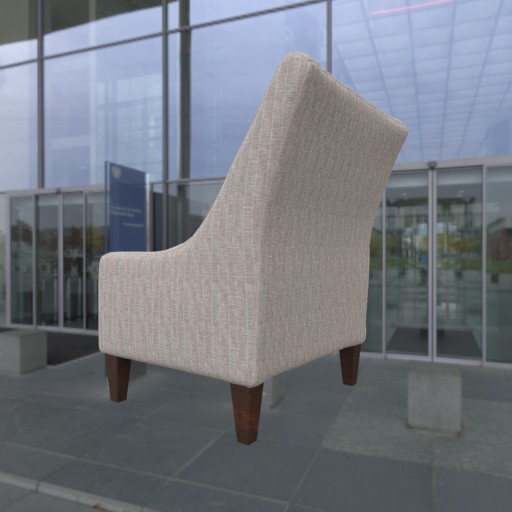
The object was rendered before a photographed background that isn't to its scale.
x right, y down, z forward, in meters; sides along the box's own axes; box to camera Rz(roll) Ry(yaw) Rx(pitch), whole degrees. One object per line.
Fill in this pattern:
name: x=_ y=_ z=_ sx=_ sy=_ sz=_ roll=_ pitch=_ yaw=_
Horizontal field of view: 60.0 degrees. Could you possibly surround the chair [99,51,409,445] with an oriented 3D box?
chair: x=0.000 y=0.000 z=1.608 sx=0.870 sy=1.014 sz=0.774 roll=0 pitch=1 yaw=37
